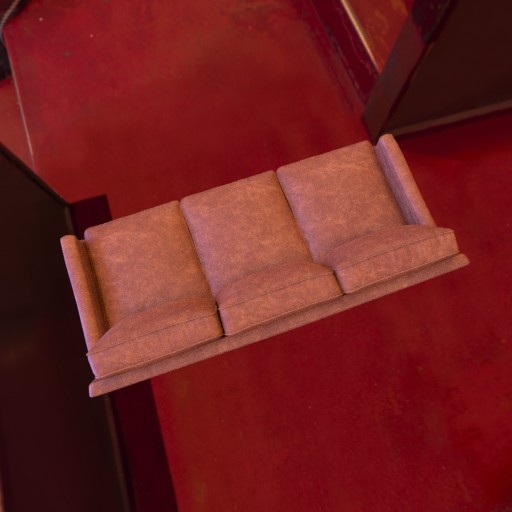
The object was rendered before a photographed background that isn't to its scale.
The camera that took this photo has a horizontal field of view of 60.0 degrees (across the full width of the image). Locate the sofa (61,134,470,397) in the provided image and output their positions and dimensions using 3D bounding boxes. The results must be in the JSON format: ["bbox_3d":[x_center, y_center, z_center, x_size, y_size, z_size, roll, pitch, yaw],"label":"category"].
[{"bbox_3d":[0.000,0.000,2.831,2.246,1.003,1.084,-19,75,-5],"label":"sofa"}]
